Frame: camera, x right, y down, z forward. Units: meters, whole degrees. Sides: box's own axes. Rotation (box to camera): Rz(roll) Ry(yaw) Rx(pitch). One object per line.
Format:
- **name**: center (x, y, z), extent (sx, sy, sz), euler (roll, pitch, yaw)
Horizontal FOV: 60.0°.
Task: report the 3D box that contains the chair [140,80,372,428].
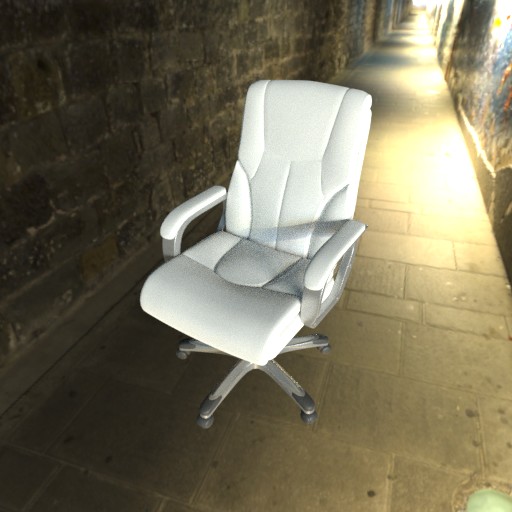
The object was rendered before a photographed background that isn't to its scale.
- **chair**: center (0.000, 0.000, 1.620), extent (0.687, 1.120, 0.738), euler (18, 35, 29)
